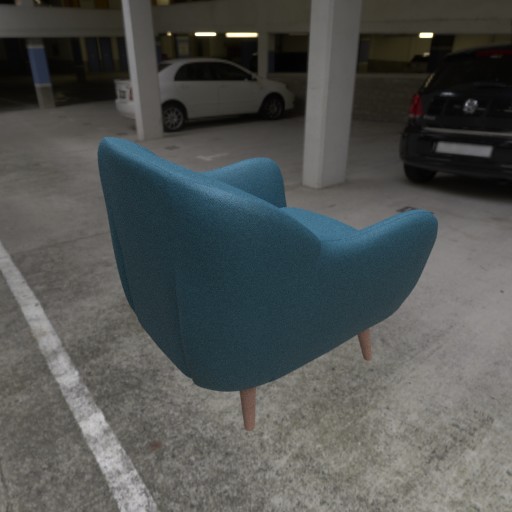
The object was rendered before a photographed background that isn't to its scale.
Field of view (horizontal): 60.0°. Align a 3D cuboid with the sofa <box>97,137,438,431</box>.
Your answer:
[{"bbox_3d":[0.000,0.000,1.494,0.825,0.817,0.836,-19,32,-32],"label":"sofa"}]
